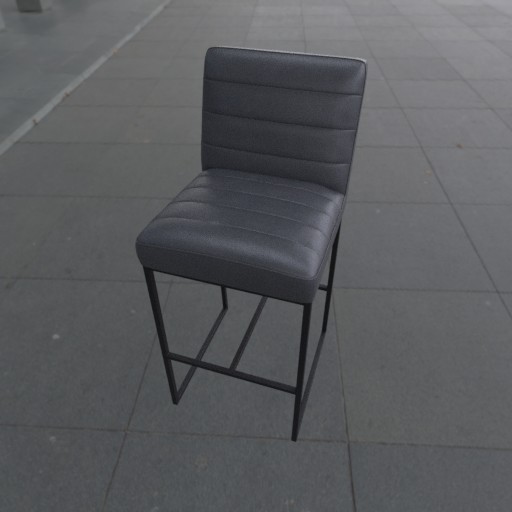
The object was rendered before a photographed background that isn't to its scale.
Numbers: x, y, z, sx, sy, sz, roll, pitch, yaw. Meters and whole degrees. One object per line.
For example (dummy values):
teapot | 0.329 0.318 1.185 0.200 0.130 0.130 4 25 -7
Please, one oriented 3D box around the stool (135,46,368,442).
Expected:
stool | 0.000 0.000 1.332 0.457 1.040 0.552 12 40 14
